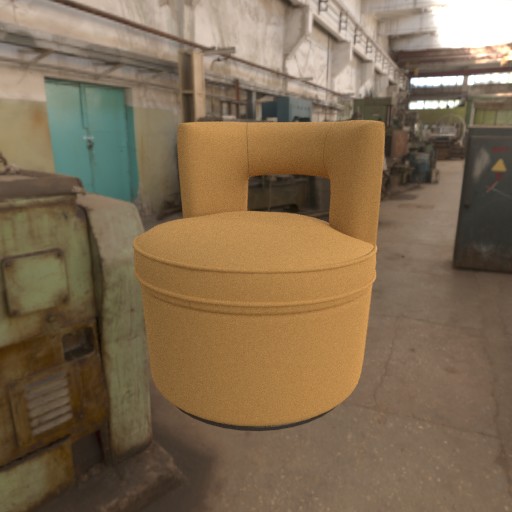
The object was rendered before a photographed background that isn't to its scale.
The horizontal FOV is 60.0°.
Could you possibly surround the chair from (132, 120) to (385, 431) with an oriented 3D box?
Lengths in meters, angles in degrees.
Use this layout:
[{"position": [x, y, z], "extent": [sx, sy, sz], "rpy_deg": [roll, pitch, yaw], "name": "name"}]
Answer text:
[{"position": [0.000, 0.000, 1.228], "extent": [0.650, 0.723, 0.665], "rpy_deg": [7, 17, 25], "name": "chair"}]
